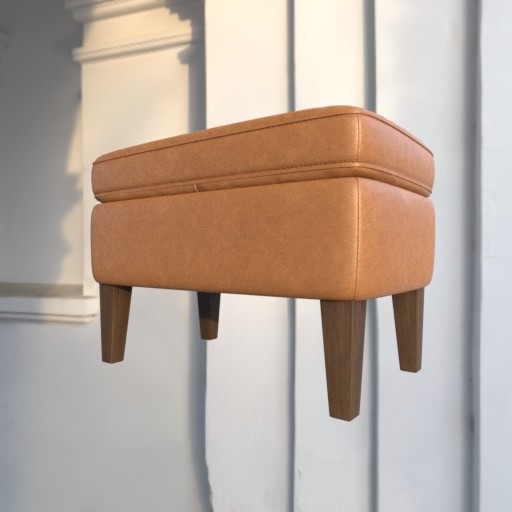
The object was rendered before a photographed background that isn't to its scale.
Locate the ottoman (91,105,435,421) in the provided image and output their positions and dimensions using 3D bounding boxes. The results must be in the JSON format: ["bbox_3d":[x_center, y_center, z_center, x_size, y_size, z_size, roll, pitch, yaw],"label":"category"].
[{"bbox_3d":[0.000,0.000,0.953,0.670,0.480,0.420,0,1,36],"label":"ottoman"}]
